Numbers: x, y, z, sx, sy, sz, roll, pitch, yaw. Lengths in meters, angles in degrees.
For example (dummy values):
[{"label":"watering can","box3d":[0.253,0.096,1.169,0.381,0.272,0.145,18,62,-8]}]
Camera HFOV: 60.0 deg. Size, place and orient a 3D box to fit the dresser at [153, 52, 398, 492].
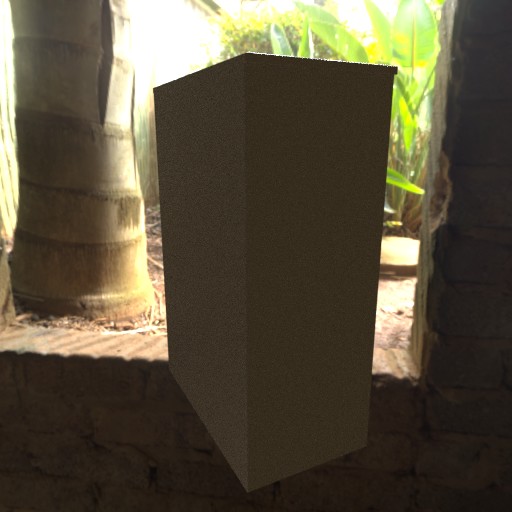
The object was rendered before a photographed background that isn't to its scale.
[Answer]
[{"label":"dresser","box3d":[0.000,0.000,1.368,0.401,1.021,0.704,-7,17,-26]}]
